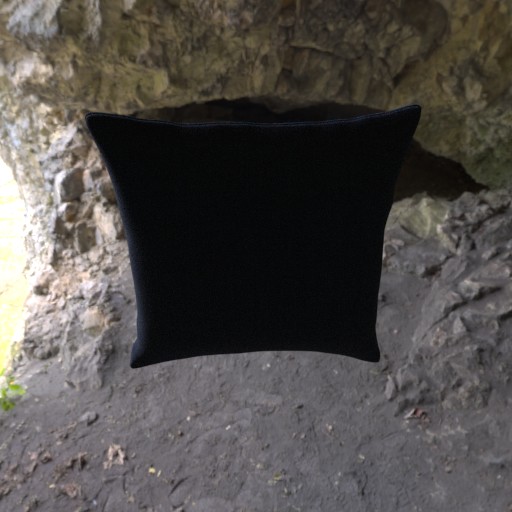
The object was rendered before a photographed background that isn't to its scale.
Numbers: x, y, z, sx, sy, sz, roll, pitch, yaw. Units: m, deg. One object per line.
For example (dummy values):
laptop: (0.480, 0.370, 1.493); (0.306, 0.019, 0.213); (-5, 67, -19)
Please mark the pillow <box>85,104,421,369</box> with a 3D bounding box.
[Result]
pillow: (0.000, 0.000, 0.661); (0.431, 0.431, 0.141); (-1, 29, -2)
